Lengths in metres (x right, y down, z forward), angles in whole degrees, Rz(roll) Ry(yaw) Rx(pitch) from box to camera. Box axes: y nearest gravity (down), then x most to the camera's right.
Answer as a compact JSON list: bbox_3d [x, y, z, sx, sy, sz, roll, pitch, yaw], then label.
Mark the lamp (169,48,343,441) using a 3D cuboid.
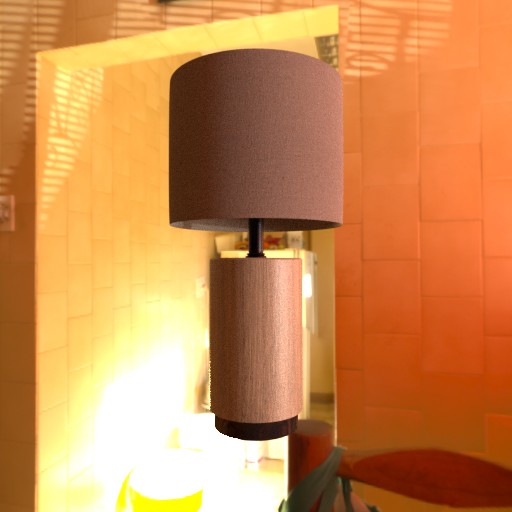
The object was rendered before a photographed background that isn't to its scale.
[{"bbox_3d":[0.000,0.000,0.587,0.228,0.444,0.228,0,-1,-17],"label":"lamp"}]
